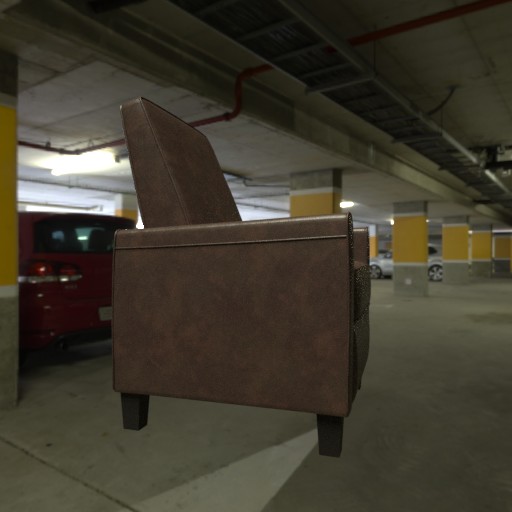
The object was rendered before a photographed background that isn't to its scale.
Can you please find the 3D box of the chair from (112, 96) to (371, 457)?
[{"bbox_3d":[0.000,0.000,1.517,0.746,1.013,0.705,0,0,18],"label":"chair"}]
